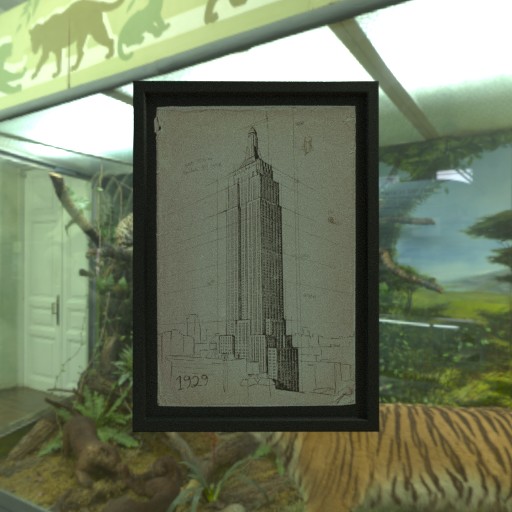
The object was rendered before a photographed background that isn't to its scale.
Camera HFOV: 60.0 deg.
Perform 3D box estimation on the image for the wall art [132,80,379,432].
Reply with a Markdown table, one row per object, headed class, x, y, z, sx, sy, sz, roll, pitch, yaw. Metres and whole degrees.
| class | x | y | z | sx | sy | sz | roll | pitch | yaw |
| --- | --- | --- | --- | --- | --- | --- | --- | --- | --- |
| wall art | 0.000 | 0.000 | 0.551 | 0.303 | 0.431 | 0.013 | 0 | 0 | 0 |
